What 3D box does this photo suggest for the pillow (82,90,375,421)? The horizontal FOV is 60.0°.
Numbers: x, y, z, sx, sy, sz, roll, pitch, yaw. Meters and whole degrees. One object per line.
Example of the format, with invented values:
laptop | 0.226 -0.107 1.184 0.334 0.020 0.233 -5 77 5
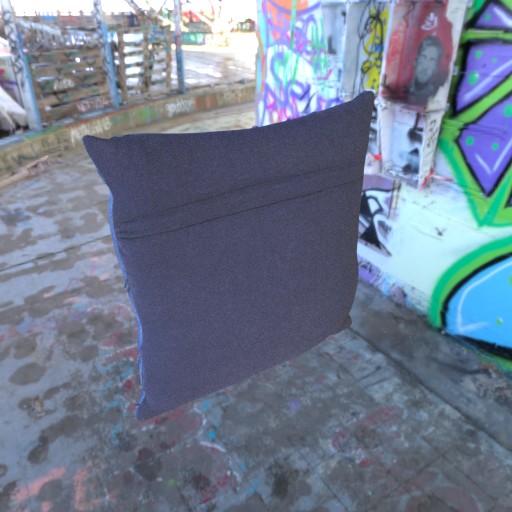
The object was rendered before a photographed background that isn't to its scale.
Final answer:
pillow | 0.000 0.000 0.671 0.439 0.440 0.183 -18 34 -29
